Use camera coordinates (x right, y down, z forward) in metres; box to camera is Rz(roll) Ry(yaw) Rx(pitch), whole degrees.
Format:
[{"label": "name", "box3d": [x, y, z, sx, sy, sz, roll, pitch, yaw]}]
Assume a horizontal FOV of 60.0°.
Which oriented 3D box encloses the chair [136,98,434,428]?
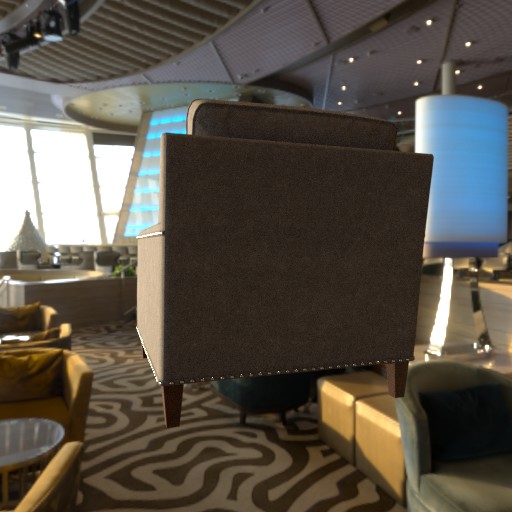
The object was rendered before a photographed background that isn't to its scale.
[{"label": "chair", "box3d": [0.000, 0.000, 1.736, 0.853, 0.948, 1.014, 0, 1, -19]}]
